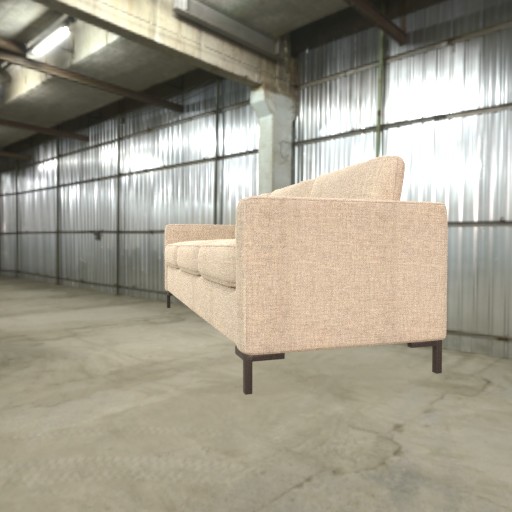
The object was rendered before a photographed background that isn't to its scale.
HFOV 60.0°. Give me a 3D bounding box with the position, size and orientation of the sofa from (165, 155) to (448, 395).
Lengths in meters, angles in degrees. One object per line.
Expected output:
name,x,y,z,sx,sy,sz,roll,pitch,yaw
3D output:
sofa,0.000,0.000,2.634,0.859,0.874,2.218,0,1,-18
